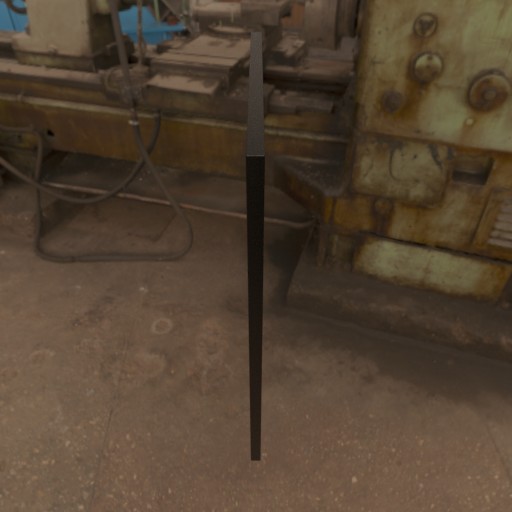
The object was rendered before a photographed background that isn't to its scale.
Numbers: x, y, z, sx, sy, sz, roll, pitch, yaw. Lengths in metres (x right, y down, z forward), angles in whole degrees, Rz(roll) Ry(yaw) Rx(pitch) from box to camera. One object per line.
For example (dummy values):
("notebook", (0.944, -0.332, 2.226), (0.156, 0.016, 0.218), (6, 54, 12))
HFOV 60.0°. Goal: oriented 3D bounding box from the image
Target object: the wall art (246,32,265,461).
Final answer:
("wall art", (0.000, 0.000, 0.827), (0.019, 0.656, 0.462), (0, 41, 0))
